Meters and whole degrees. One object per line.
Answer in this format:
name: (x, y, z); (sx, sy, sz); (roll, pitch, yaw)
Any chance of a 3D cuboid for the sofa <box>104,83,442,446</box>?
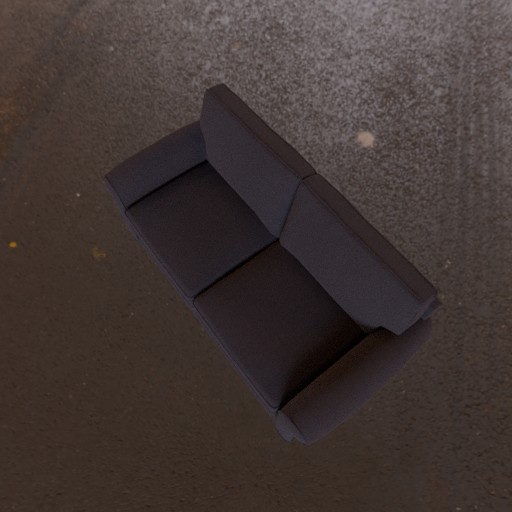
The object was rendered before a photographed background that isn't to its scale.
sofa: (0.000, 0.000, 2.633); (0.951, 1.031, 2.009); (-34, 68, -16)
